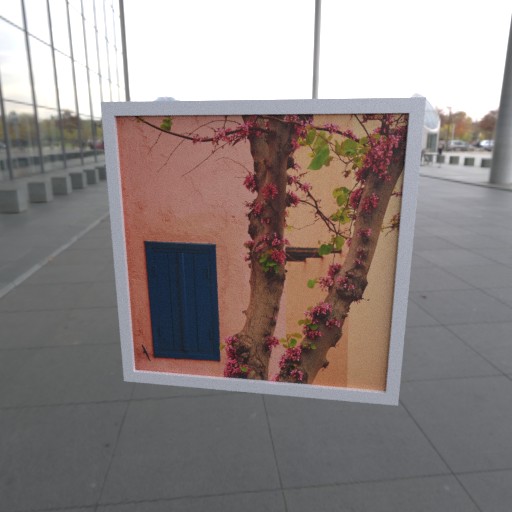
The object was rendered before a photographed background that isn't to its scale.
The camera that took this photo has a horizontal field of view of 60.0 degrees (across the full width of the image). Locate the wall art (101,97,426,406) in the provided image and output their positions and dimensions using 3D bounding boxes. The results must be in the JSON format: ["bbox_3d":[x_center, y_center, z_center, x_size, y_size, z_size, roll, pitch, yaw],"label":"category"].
[{"bbox_3d":[0.000,0.000,0.765,0.507,0.508,0.038,2,15,9],"label":"wall art"}]
